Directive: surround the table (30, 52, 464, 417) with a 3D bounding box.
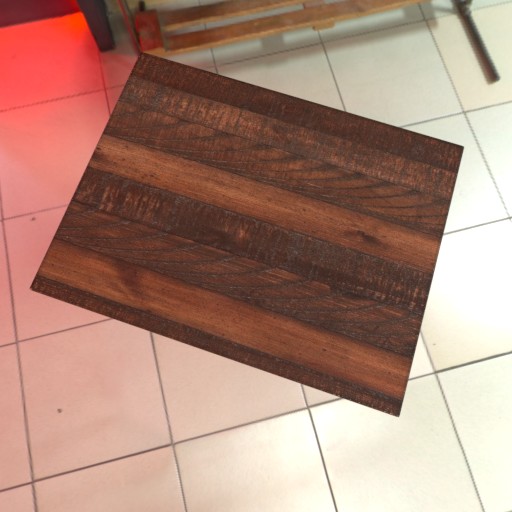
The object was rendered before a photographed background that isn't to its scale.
[{"bbox_3d":[0.000,0.000,1.121,0.678,0.612,0.524,18,76,5],"label":"table"}]
